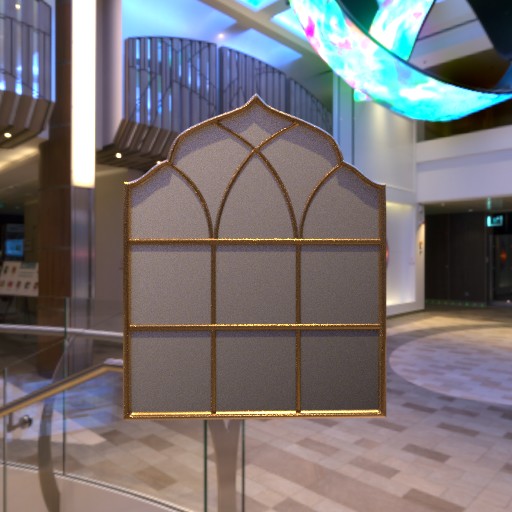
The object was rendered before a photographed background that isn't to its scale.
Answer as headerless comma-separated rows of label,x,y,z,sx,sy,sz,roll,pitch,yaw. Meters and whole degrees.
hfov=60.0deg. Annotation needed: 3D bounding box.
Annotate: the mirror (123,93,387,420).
mirror,0.000,0.000,0.862,0.513,0.635,0.018,0,0,-2
